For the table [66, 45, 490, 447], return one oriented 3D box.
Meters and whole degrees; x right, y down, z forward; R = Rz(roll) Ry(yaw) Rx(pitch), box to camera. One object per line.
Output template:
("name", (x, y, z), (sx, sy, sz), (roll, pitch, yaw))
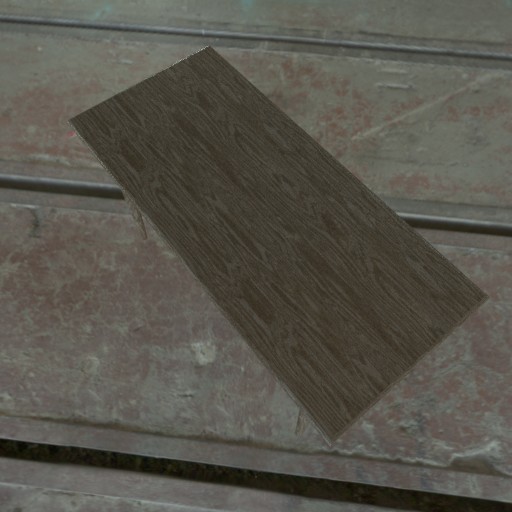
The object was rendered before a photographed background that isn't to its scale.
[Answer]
("table", (0.000, 0.000, 1.698), (0.599, 0.780, 1.300), (-36, 69, -16))
